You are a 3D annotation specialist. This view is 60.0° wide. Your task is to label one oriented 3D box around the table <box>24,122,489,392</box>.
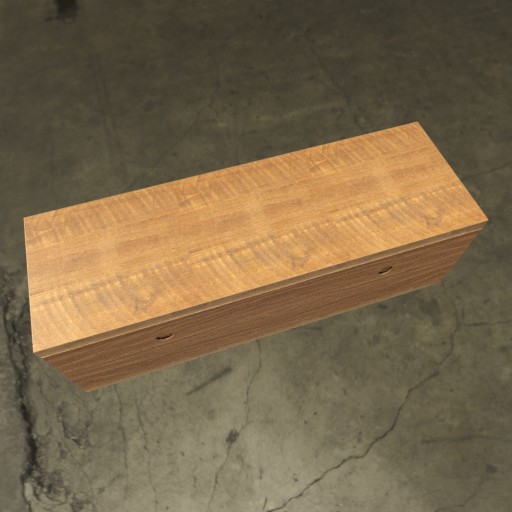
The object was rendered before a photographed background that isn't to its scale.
[{"bbox_3d":[0.000,0.000,1.715,1.499,0.491,0.499,-16,61,-9],"label":"table"}]
